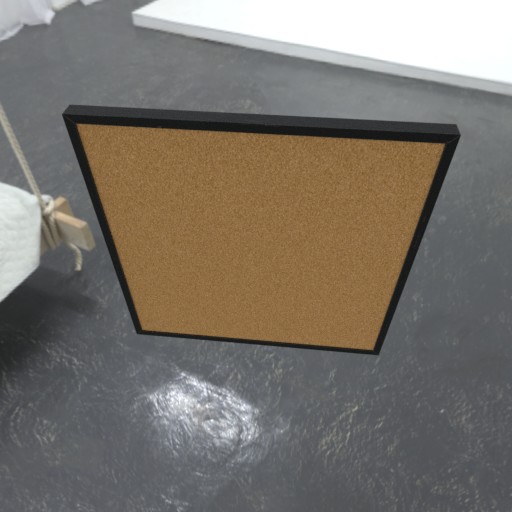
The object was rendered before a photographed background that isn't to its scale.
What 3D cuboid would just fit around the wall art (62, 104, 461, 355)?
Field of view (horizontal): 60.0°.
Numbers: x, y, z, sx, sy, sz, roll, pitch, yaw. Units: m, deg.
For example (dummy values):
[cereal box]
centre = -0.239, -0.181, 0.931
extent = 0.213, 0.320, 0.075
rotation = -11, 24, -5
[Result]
[wall art]
centre = 0.000, 0.000, 1.127
extent = 0.761, 0.761, 0.037
rotation = 4, 46, 4
